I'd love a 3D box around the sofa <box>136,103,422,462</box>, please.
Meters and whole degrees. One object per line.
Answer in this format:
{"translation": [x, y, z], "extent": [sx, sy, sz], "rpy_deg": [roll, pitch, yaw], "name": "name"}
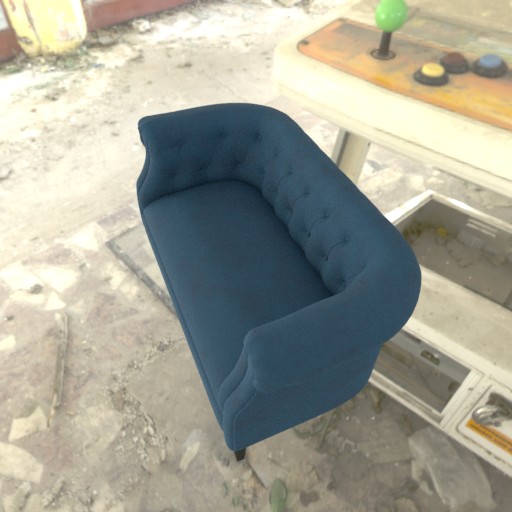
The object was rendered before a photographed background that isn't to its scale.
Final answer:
{"translation": [0.000, 0.000, 2.068], "extent": [0.835, 0.827, 1.558], "rpy_deg": [-17, 49, -16], "name": "sofa"}
